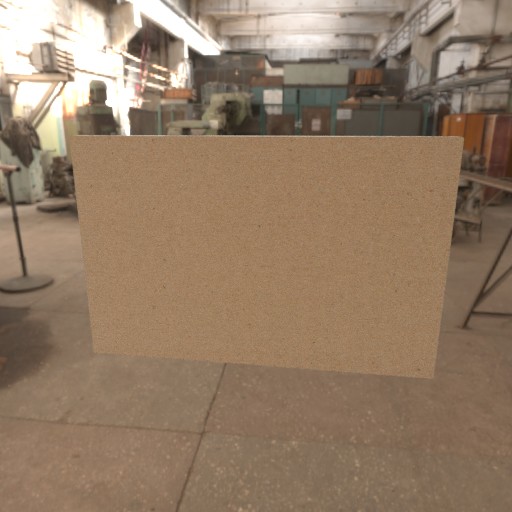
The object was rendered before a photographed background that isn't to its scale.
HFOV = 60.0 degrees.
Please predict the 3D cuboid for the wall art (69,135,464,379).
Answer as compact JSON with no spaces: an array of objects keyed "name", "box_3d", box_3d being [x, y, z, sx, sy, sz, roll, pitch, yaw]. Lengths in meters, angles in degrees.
[{"name":"wall art","box_3d":[0.000,0.000,0.762,0.618,0.398,0.042,2,16,8]}]
